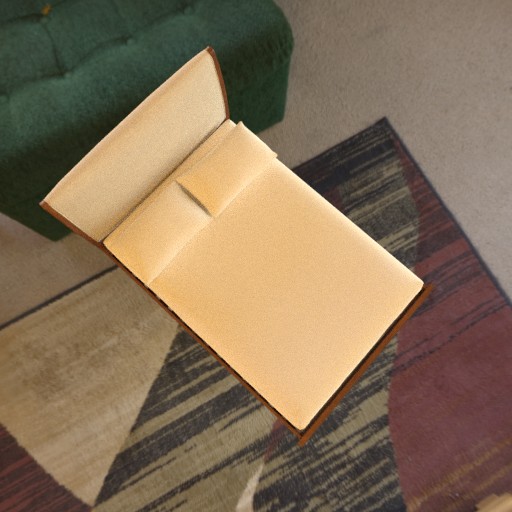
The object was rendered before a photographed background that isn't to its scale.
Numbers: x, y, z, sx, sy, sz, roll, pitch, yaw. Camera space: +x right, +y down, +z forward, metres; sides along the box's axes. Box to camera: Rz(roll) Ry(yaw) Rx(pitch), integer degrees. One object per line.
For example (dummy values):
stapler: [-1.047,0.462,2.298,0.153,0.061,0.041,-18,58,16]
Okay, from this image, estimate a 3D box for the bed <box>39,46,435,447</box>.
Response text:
bed: [0.000,0.000,3.362,2.380,1.250,1.612,42,81,8]
